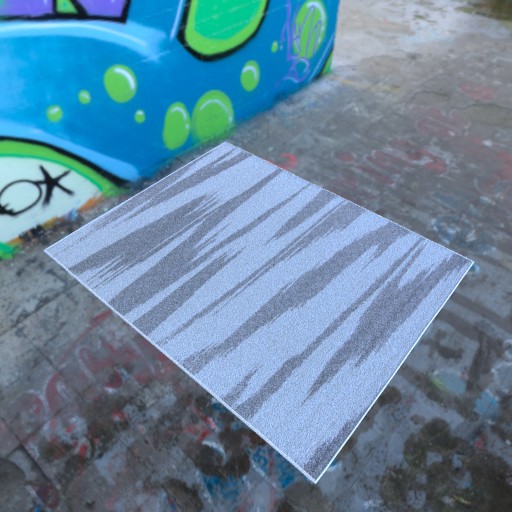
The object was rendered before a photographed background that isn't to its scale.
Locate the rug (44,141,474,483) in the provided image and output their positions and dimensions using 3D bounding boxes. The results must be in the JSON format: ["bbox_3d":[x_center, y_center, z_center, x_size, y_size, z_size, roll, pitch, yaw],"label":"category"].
[{"bbox_3d":[0.000,0.000,3.868,2.945,0.014,2.353,32,54,27],"label":"rug"}]
